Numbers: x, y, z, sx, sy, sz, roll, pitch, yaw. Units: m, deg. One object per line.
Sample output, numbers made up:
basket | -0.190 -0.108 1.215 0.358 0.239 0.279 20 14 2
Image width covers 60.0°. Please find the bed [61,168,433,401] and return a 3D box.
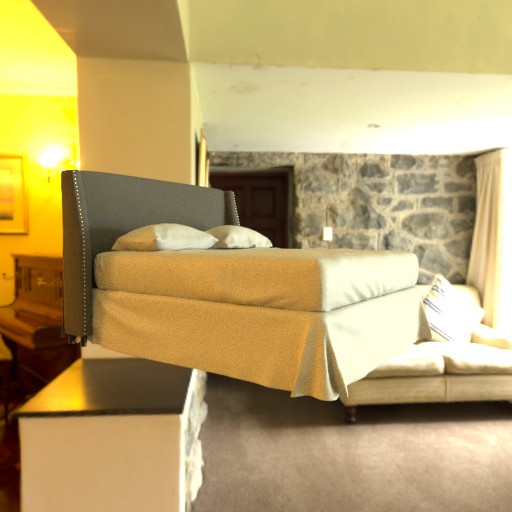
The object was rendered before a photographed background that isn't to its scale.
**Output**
bed | 0.000 0.000 3.442 2.276 1.332 1.925 1 3 36
